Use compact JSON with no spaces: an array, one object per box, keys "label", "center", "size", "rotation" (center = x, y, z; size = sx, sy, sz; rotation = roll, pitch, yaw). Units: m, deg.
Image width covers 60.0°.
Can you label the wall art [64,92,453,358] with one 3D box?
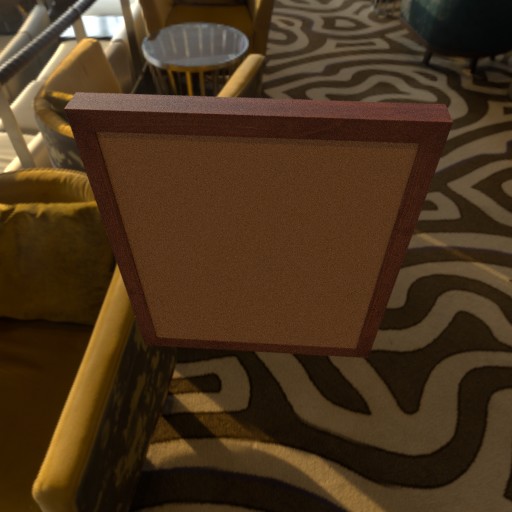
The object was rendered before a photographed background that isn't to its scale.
[{"label":"wall art","center":[0.000,0.000,0.525],"size":[0.330,0.381,0.030],"rotation":[3,47,3]}]
